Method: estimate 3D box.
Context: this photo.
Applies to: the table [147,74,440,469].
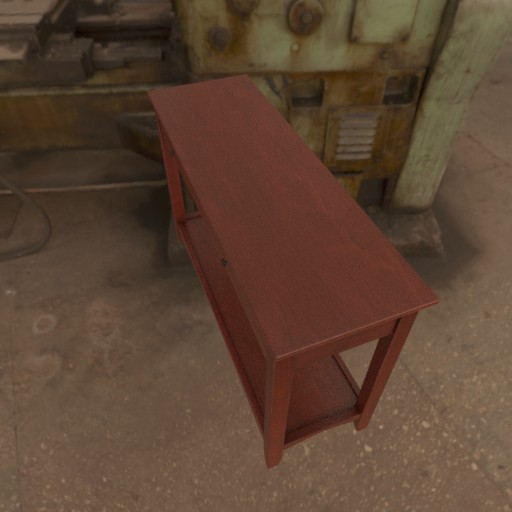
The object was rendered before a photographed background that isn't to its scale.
[{"bbox_3d":[0.000,0.000,1.560,0.392,0.739,1.188,-16,49,-15],"label":"table"}]
